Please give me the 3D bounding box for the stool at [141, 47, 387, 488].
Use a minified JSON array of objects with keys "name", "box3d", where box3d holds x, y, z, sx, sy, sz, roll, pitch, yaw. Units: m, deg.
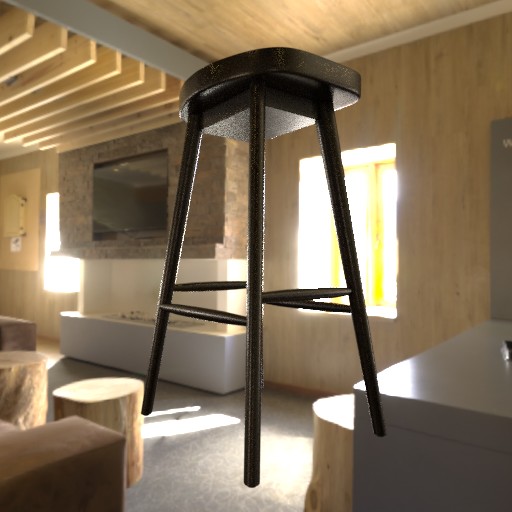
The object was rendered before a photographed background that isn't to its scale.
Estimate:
[{"name":"stool","box3d":[0.000,0.000,0.988,0.361,0.749,0.440,0,-1,-38]}]
